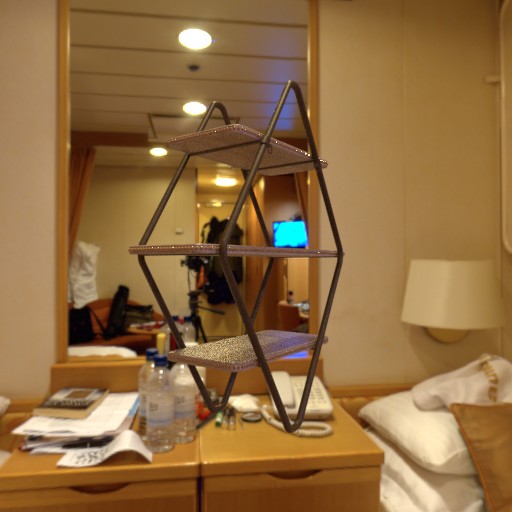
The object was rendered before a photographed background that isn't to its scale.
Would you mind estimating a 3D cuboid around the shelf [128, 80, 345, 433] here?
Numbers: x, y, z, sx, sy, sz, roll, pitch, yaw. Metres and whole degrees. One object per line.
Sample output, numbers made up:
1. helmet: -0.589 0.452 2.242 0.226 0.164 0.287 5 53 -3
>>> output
1. shelf: 0.000 0.000 1.049 0.234 0.774 0.609 -1 -1 35
